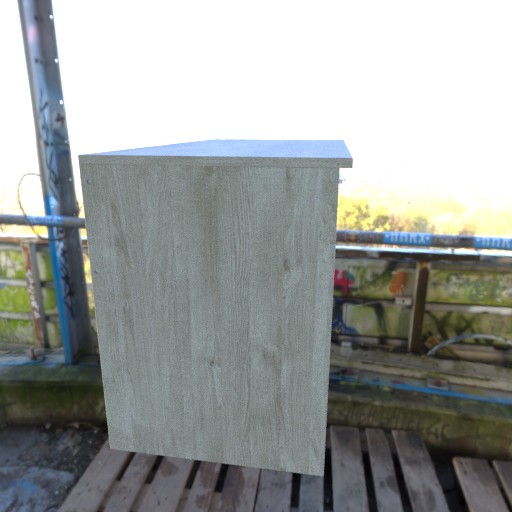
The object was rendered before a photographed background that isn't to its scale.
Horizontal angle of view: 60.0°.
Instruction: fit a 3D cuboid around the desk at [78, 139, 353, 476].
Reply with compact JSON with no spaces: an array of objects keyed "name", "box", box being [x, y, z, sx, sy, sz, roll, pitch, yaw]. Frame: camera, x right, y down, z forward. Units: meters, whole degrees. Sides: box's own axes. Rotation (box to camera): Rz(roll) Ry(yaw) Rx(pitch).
[{"name":"desk","box":[0.000,0.000,1.496,0.560,0.730,1.100,3,17,9]}]
